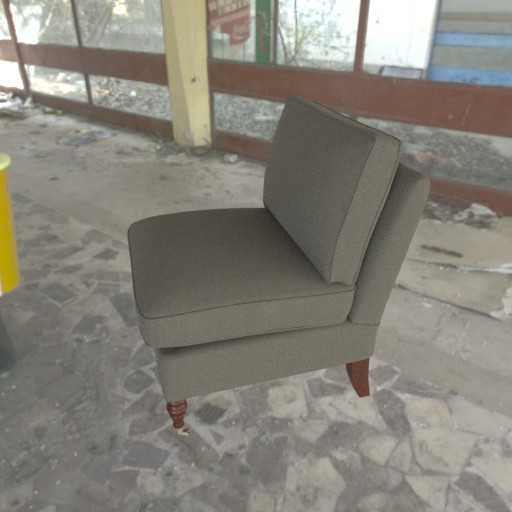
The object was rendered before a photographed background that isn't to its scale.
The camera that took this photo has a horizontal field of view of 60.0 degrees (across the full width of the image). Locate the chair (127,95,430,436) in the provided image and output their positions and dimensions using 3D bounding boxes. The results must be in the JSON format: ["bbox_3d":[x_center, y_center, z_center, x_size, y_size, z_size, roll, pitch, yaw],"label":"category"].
[{"bbox_3d":[0.000,0.000,1.695,0.924,1.045,0.724,-8,31,-15],"label":"chair"}]
